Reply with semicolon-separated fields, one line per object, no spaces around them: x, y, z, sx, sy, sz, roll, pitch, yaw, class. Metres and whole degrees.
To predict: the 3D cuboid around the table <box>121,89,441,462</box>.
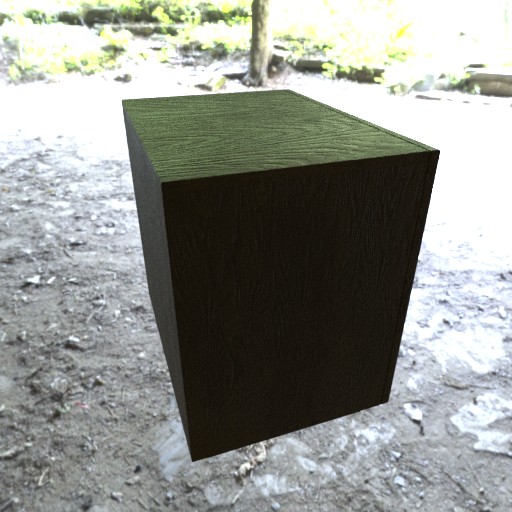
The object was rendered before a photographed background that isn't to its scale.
0.000;0.000;0.963;0.439;0.585;0.560;-10;31;-17;table
